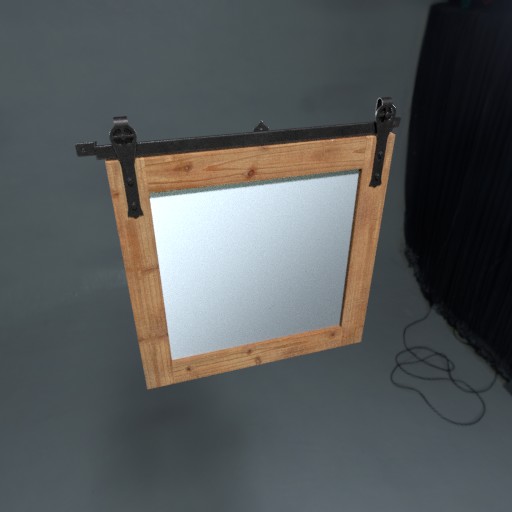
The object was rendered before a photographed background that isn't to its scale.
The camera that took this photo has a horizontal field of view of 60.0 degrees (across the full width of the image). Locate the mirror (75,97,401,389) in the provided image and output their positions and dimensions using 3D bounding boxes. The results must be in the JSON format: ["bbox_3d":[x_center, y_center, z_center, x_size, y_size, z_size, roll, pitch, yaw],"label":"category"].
[{"bbox_3d":[0.000,0.000,1.218,0.805,0.800,0.054,-9,33,-14],"label":"mirror"}]
